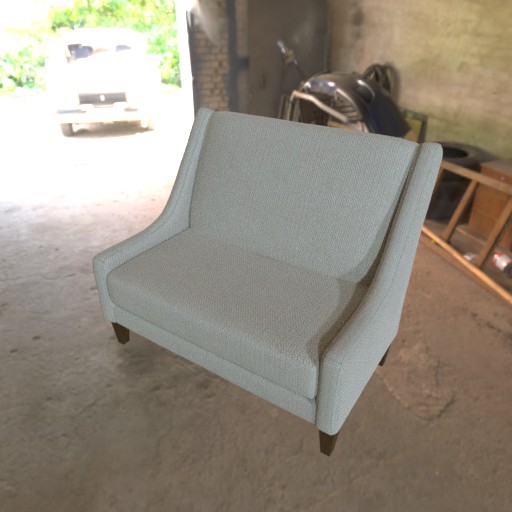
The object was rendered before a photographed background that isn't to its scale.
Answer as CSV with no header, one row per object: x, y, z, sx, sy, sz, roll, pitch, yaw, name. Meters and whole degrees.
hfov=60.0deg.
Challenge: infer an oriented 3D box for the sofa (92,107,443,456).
0.000,0.000,1.972,1.242,1.022,0.870,19,35,29,sofa
